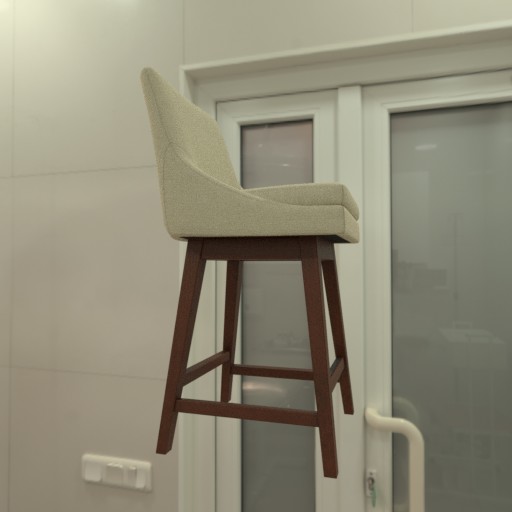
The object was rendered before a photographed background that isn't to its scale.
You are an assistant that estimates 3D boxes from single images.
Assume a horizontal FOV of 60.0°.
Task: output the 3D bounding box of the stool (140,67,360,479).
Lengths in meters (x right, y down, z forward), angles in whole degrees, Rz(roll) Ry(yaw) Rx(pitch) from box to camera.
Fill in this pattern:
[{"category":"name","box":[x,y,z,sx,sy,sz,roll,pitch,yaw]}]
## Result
[{"category":"stool","box":[0.000,0.000,1.279,0.559,0.991,0.469,0,-1,17]}]
